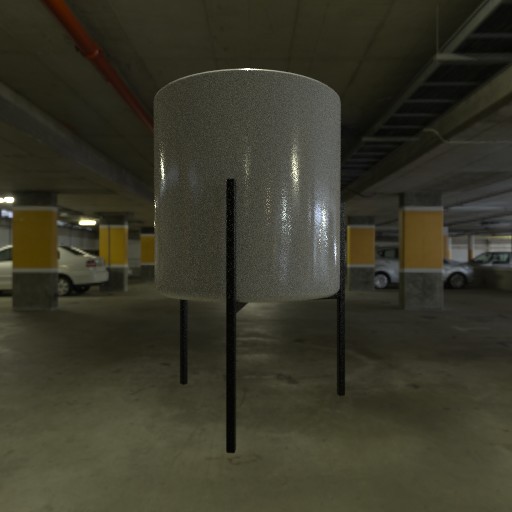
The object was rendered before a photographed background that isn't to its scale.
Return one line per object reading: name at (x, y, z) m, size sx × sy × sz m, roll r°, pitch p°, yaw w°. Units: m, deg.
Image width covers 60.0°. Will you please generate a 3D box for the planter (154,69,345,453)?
planter at (0.000, 0.000, 0.530) m, size 0.239 × 0.356 × 0.239 m, roll 0°, pitch 0°, yaw -18°
